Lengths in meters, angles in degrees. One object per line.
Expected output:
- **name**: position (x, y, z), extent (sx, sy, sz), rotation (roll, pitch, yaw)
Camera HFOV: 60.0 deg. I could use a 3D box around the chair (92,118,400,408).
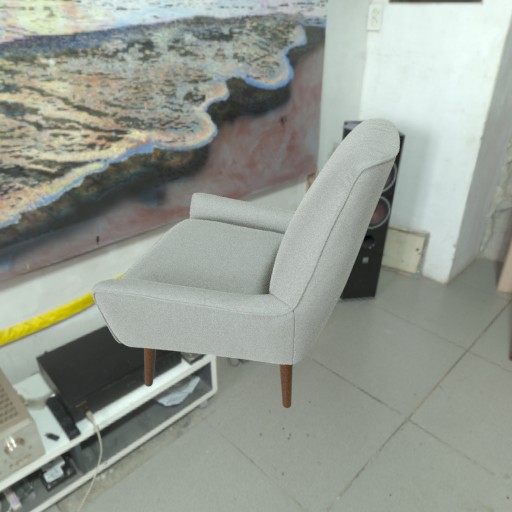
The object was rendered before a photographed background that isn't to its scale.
- **chair**: position (0.000, 0.000, 1.524), extent (0.822, 0.888, 0.787), rotation (8, 31, 14)
